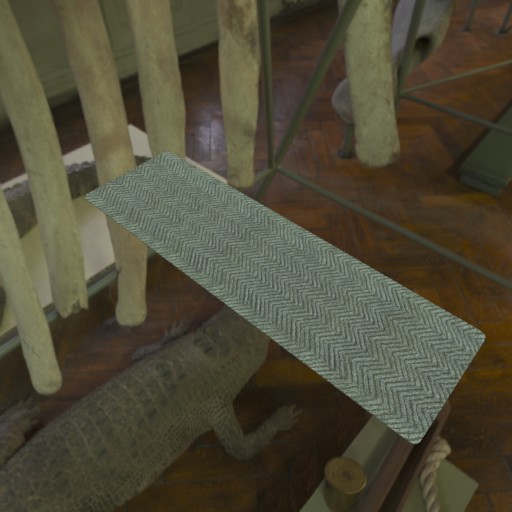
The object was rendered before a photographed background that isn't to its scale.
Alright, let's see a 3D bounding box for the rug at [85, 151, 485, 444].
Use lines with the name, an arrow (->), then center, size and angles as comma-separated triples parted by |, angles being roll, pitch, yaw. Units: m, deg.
rug -> 0.000, 0.000, 2.416 | 2.286, 0.008, 0.686 | 33, 55, 27
